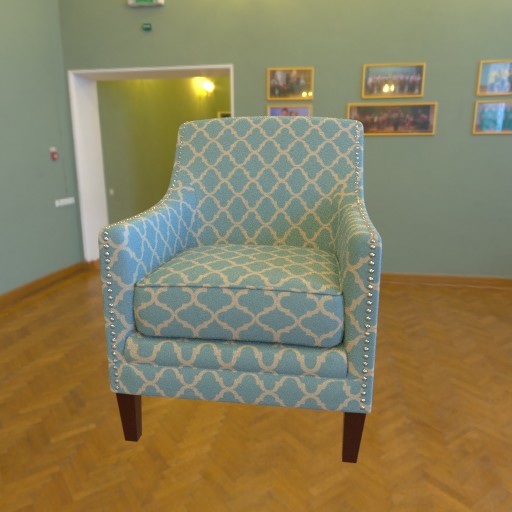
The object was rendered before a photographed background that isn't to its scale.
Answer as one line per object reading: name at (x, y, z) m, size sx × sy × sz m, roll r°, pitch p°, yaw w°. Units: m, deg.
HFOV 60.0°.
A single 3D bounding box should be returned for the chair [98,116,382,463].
chair at (0.000, 0.000, 1.284) m, size 0.617 × 0.817 × 0.686 m, roll 2°, pitch 14°, yaw 8°
